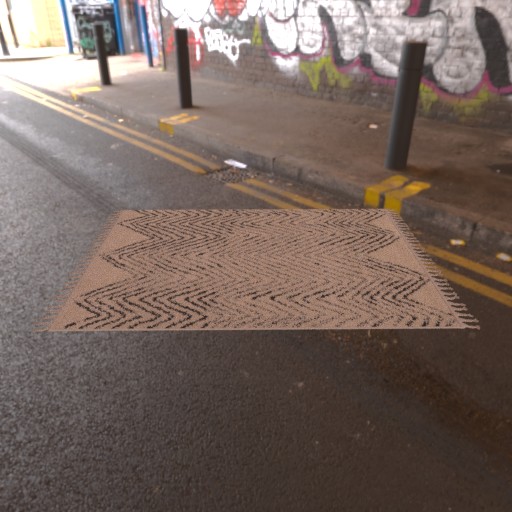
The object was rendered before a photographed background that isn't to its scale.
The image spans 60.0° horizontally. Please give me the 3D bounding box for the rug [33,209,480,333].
[{"bbox_3d":[0.000,0.000,2.330,1.847,0.014,1.230,0,29,-1],"label":"rug"}]
